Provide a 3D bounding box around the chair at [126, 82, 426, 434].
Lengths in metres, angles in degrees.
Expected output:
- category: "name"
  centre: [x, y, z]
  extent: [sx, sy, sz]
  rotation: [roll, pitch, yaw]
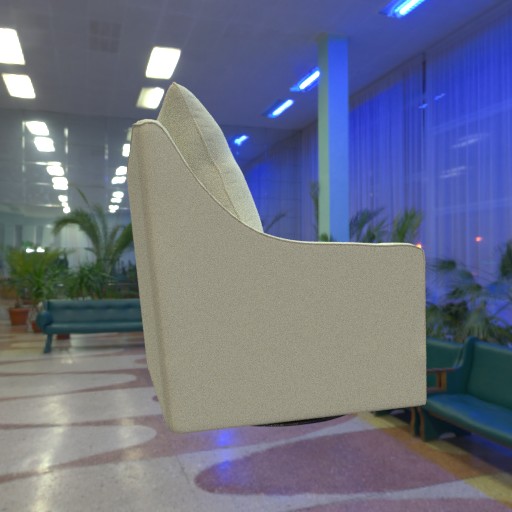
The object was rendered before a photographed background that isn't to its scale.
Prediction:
- category: "chair"
  centre: [0.000, 0.000, 1.582]
  extent: [0.876, 0.965, 0.756]
  rotation: [0, -1, -18]
